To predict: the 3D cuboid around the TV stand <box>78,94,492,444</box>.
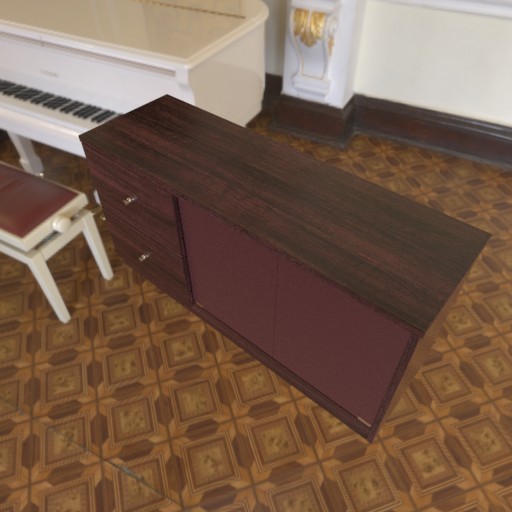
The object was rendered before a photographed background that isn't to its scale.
[{"bbox_3d":[0.000,0.000,1.477,1.192,0.614,0.404,31,53,27],"label":"TV stand"}]
